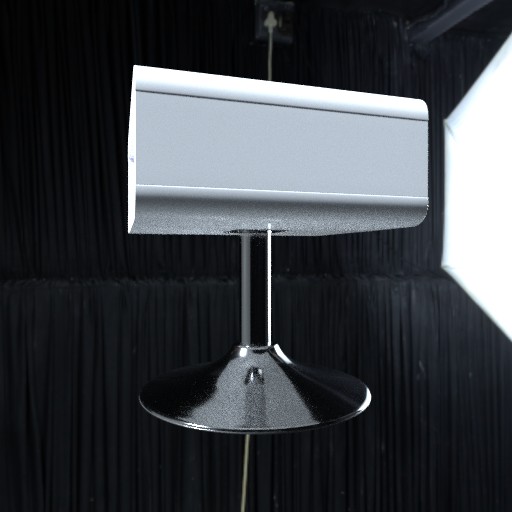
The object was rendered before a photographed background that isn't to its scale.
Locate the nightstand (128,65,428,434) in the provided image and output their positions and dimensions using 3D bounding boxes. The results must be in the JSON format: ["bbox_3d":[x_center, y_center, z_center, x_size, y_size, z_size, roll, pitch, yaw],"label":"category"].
[{"bbox_3d":[0.000,0.000,0.743,0.404,0.447,0.399,0,0,-17],"label":"nightstand"}]
